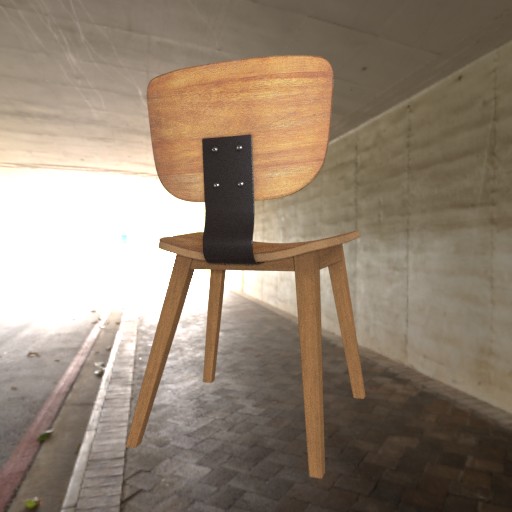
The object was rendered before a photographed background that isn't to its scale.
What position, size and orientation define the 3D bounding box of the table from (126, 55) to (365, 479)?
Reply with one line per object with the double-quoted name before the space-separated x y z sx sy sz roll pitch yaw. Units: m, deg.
"table" 0.000 0.000 1.108 0.499 0.805 0.500 0 1 18
